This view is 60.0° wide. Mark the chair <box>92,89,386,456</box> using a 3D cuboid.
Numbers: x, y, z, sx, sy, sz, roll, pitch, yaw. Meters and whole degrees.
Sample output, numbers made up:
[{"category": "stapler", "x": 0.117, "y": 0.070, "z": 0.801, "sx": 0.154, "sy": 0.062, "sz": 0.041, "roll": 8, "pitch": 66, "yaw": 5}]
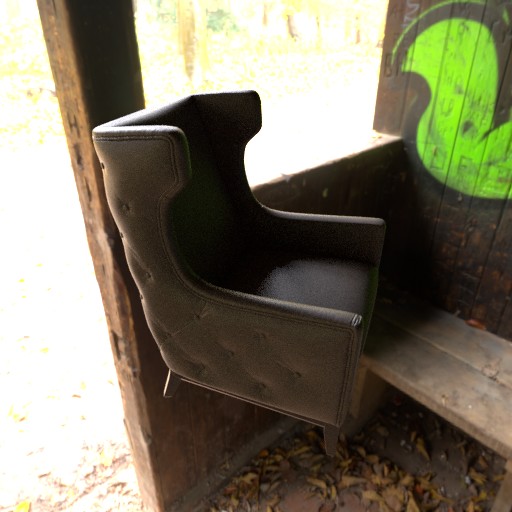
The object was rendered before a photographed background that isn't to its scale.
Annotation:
[{"category": "chair", "x": 0.000, "y": 0.000, "z": 1.671, "sx": 0.899, "sy": 1.079, "sz": 0.769, "roll": 10, "pitch": 31, "yaw": 17}]
